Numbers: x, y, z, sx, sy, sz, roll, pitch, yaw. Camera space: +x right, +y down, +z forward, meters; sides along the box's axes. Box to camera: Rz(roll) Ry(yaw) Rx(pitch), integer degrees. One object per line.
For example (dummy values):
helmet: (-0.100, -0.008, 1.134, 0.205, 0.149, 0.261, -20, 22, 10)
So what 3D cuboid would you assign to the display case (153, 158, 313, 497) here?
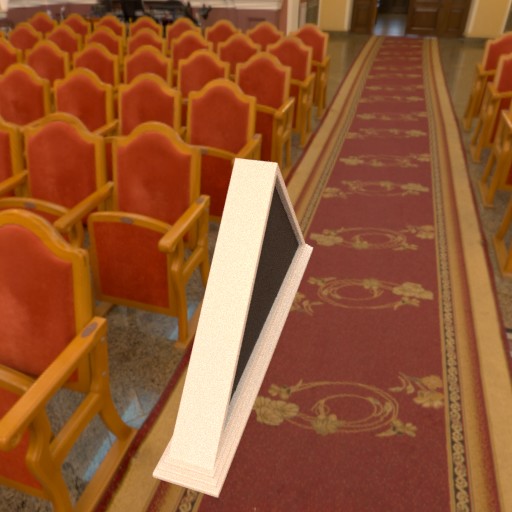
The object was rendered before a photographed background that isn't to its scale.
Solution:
display case: (0.000, 0.000, 0.756, 0.095, 0.340, 0.640, 10, 34, 14)
